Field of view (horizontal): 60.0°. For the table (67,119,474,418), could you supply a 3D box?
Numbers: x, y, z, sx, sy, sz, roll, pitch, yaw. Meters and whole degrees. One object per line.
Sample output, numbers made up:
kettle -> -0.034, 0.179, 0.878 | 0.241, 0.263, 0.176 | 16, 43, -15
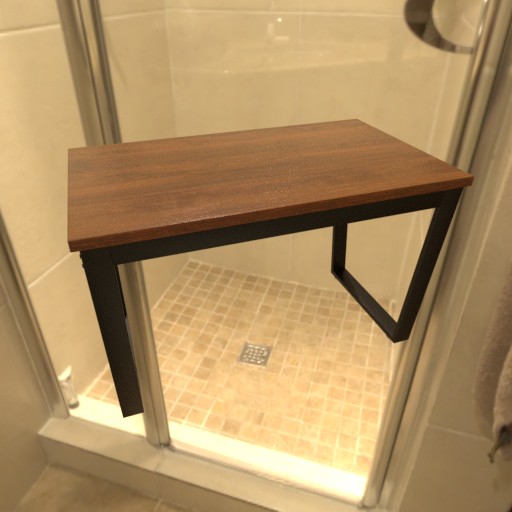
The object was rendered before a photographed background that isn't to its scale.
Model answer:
table -> 0.000, 0.000, 1.708 | 1.205, 0.760, 0.714 | -11, 34, -17
